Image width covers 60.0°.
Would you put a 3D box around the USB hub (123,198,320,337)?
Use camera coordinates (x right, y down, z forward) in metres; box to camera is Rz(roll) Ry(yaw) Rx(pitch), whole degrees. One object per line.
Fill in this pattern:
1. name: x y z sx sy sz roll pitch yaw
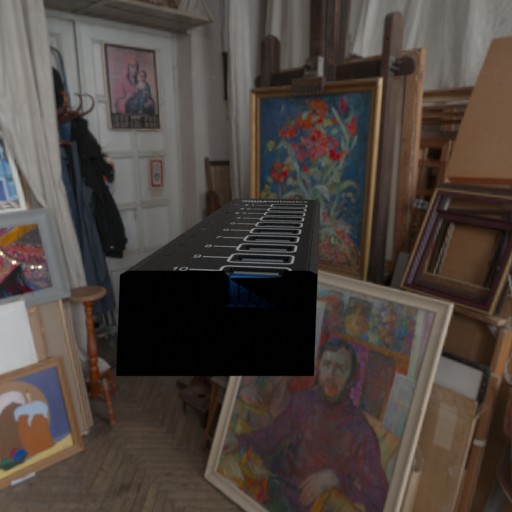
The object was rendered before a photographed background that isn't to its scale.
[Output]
1. USB hub: 0.000 0.000 0.158 0.044 0.023 0.145 2 15 8
